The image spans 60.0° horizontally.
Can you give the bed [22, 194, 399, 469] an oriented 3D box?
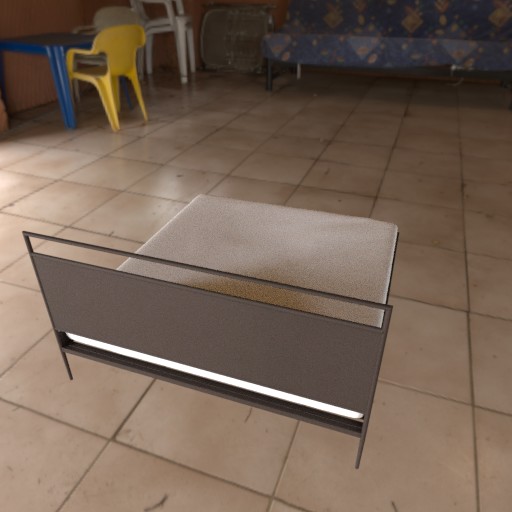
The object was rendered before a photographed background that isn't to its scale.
[{"bbox_3d":[0.000,0.000,3.335,1.993,1.173,2.151,11,34,16],"label":"bed"}]
